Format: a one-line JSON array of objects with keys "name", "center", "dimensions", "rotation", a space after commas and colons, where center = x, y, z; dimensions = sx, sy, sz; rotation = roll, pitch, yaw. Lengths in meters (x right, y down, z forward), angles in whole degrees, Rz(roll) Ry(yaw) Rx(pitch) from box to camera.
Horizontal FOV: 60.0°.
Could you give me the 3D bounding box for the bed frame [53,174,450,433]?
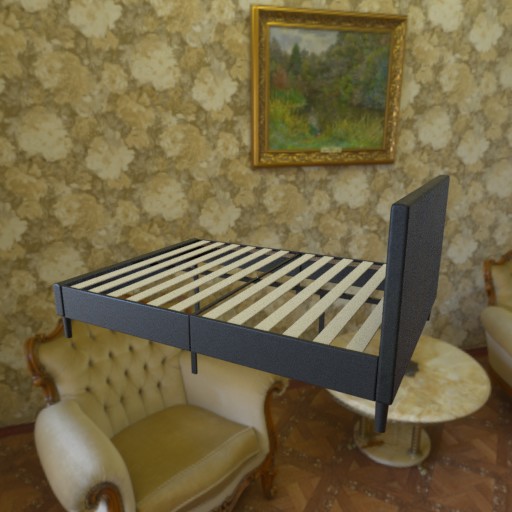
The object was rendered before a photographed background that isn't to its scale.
[{"name": "bed frame", "center": [0.000, 0.000, 3.191], "dimensions": [2.318, 1.127, 1.634], "rotation": [8, 17, 27]}]
